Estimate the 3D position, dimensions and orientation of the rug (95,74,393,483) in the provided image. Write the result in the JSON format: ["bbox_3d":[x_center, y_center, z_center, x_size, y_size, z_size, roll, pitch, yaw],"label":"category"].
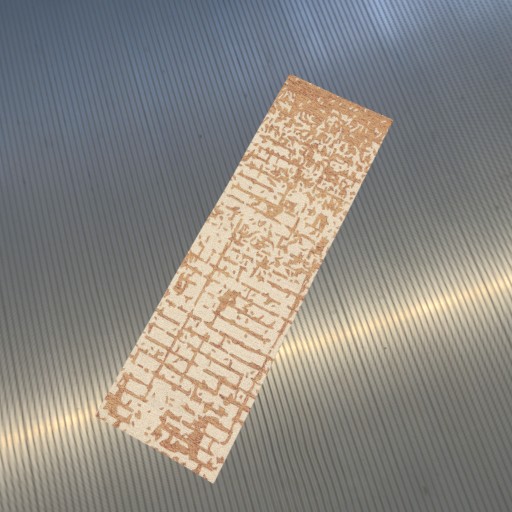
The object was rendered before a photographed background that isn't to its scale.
[{"bbox_3d":[0.000,0.000,2.666,0.750,0.011,2.435,27,78,6],"label":"rug"}]
